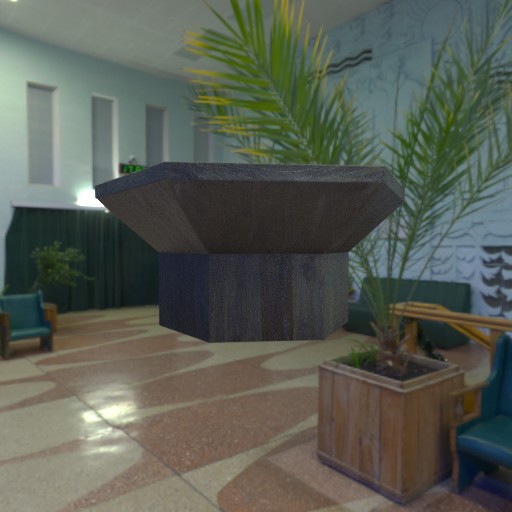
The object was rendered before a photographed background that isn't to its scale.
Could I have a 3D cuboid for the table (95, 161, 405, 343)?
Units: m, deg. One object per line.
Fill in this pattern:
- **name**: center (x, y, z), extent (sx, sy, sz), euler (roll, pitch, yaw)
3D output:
- **table**: center (0.000, 0.000, 1.592), extent (0.966, 0.488, 1.115), euler (-1, 2, -36)
